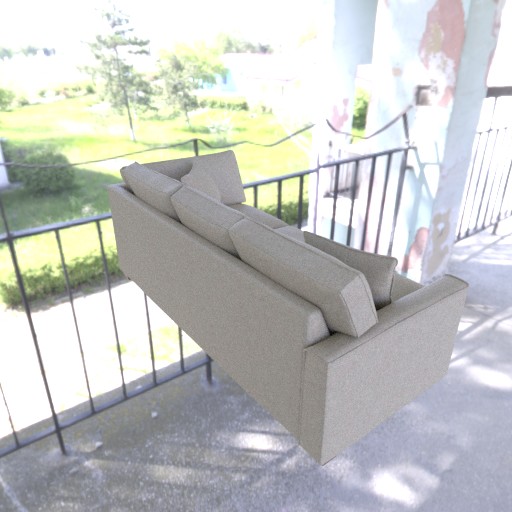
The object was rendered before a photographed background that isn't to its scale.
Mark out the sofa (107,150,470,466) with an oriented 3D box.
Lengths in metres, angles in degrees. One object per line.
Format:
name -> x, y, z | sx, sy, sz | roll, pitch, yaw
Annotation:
sofa -> 0.000, 0.000, 2.854 | 1.061, 0.962, 2.317 | -19, 32, -33
